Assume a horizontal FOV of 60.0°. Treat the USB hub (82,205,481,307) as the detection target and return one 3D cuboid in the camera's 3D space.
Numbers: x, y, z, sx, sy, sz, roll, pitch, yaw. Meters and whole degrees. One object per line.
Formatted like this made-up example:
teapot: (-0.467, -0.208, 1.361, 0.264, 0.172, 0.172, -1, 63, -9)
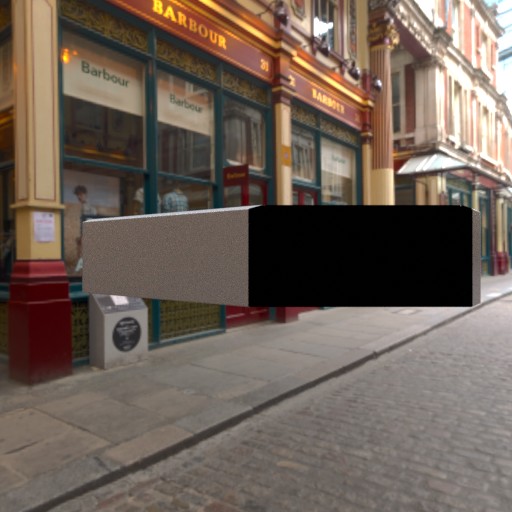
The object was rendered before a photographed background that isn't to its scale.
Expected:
USB hub: (0.000, 0.000, 0.126, 0.110, 0.023, 0.044, 0, 0, 37)
